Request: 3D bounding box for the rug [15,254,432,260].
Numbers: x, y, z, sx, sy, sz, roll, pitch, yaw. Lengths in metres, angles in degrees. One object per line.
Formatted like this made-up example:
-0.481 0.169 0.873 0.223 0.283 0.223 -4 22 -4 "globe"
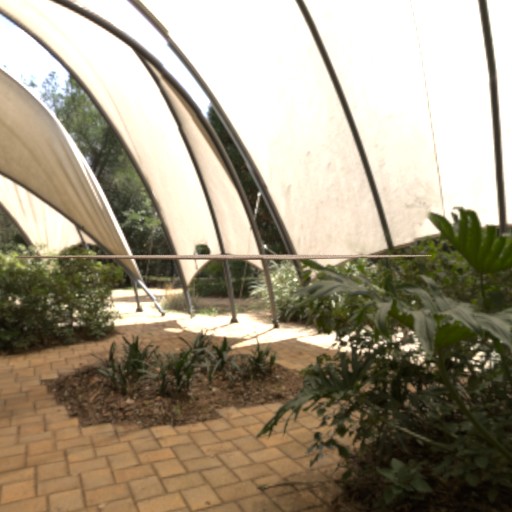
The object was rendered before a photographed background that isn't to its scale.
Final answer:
0.000 0.000 4.271 2.449 0.019 3.357 0 0 35 "rug"
